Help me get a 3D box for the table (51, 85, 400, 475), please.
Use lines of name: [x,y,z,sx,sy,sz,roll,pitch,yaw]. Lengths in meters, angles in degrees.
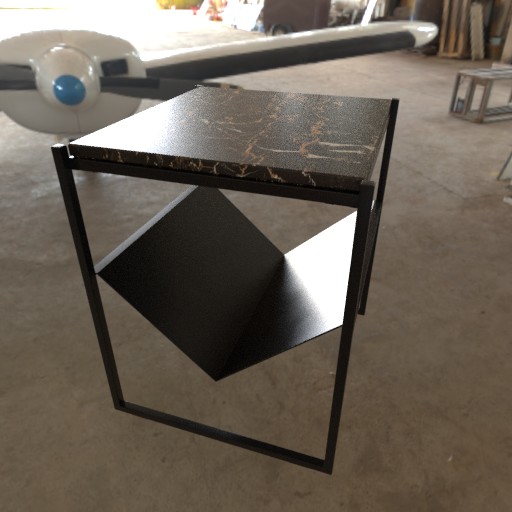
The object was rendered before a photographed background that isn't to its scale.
table: [0.000,0.000,0.870,0.432,0.534,0.469,10,33,16]
